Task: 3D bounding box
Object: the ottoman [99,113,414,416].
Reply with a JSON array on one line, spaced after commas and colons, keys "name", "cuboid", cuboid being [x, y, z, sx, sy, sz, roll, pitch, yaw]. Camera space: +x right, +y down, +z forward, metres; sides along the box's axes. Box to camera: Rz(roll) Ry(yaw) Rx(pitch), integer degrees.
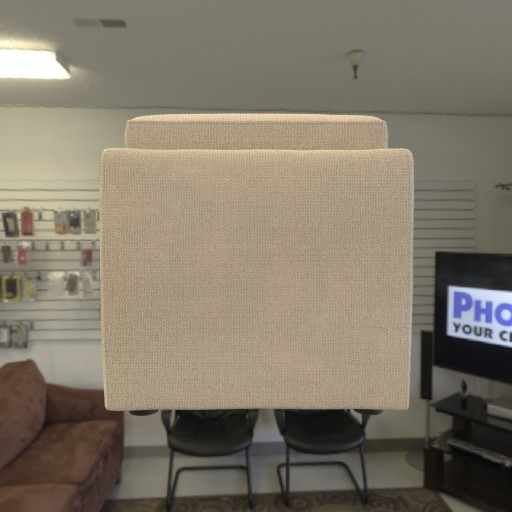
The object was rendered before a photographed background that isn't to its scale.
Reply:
[{"name": "ottoman", "cuboid": [0.000, 0.000, 0.836, 0.451, 0.460, 0.450, 0, 2, 0]}]
